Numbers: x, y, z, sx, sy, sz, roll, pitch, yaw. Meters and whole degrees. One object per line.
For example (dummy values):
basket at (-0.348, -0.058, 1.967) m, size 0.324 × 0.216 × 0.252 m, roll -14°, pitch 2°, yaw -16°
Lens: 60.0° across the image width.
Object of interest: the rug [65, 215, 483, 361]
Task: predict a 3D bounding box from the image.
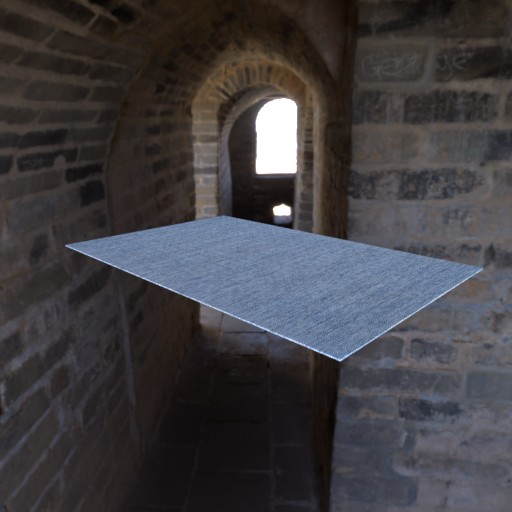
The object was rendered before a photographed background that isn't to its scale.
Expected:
rug at (0.000, 0.000, 2.195) m, size 1.752 × 0.006 × 1.142 m, roll 15°, pitch 22°, yaw 42°
